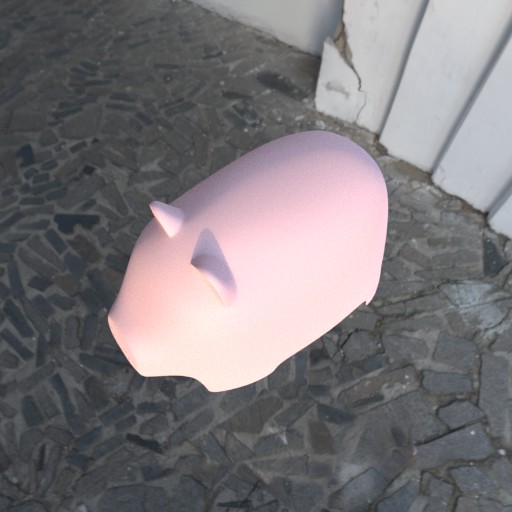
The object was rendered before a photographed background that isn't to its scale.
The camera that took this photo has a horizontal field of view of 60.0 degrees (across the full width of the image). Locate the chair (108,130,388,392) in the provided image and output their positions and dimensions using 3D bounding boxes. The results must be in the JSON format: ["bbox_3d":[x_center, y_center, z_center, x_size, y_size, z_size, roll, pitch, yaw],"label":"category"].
[{"bbox_3d":[0.000,0.000,0.887,0.619,0.423,0.364,-34,66,-17],"label":"chair"}]
